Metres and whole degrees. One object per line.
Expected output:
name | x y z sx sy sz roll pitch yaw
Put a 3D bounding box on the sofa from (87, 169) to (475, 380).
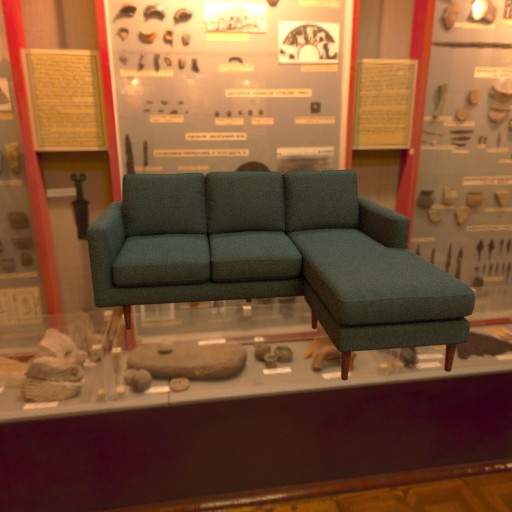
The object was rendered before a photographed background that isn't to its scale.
sofa | 0.000 0.000 2.882 2.055 0.957 1.667 -2 17 -8
